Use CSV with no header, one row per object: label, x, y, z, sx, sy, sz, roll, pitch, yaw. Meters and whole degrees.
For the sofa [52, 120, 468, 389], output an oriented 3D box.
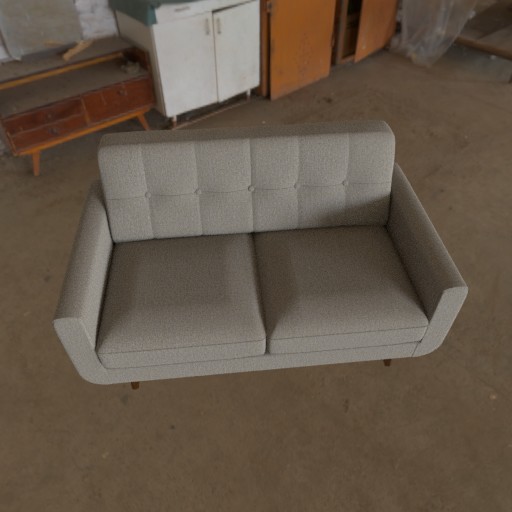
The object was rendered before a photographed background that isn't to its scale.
sofa,0.000,0.000,2.153,1.651,0.925,0.952,-4,45,-4
